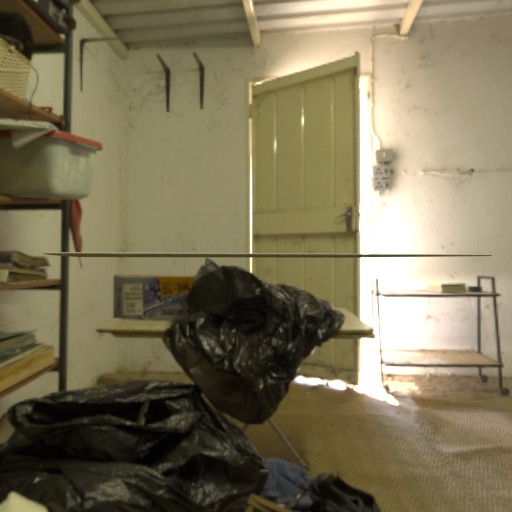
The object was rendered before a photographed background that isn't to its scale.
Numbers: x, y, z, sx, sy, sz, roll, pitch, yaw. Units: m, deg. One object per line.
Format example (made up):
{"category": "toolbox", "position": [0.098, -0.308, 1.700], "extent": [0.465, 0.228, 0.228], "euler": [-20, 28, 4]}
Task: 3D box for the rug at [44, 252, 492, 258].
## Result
{"category": "rug", "position": [0.000, 0.000, 2.846], "extent": [2.284, 0.008, 1.522], "euler": [0, -1, -17]}
